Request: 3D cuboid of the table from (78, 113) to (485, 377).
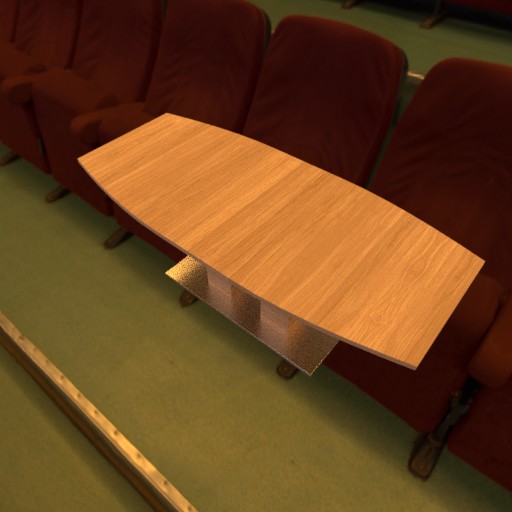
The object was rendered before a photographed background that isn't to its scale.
[{"bbox_3d":[0.000,0.000,2.466,2.032,0.750,0.900,31,53,26],"label":"table"}]
